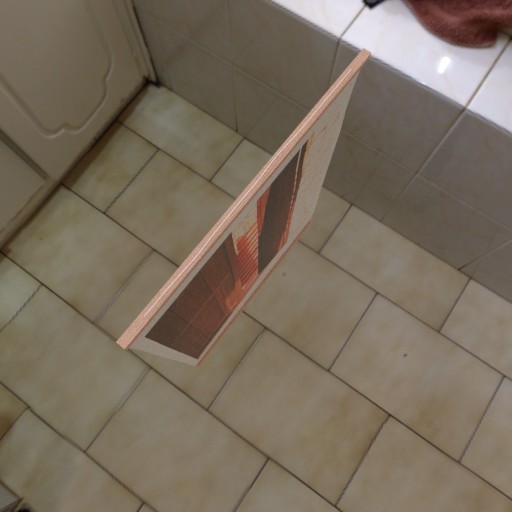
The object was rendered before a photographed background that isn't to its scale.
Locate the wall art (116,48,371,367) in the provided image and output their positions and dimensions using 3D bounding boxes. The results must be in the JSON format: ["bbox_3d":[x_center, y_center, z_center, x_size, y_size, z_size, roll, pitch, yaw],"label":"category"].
[{"bbox_3d":[0.000,0.000,1.316,0.020,1.013,0.758,36,77,10],"label":"wall art"}]
